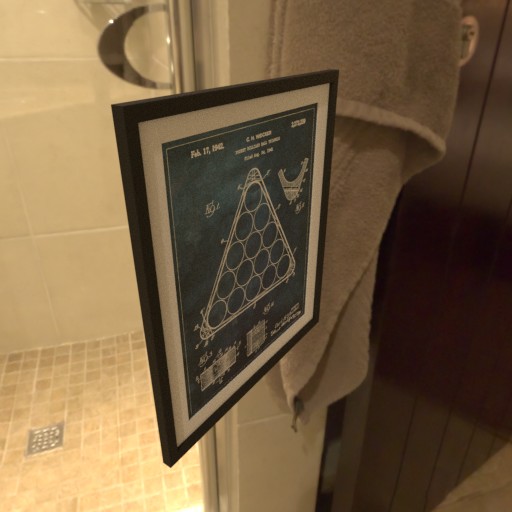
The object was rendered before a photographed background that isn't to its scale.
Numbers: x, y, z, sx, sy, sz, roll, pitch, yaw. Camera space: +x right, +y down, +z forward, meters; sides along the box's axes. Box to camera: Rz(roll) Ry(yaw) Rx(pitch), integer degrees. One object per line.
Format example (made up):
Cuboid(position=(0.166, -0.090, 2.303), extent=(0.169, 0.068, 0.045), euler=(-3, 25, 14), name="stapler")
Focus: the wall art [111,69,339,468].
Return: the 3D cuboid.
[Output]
Cuboid(position=(0.000, 0.000, 1.177), extent=(0.028, 0.863, 0.755), euler=(19, 33, 31), name="wall art")
